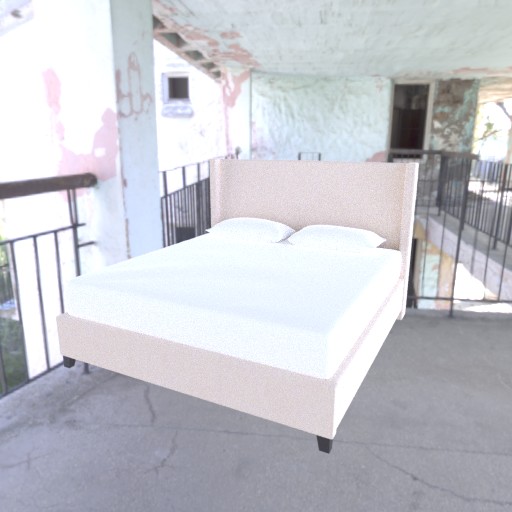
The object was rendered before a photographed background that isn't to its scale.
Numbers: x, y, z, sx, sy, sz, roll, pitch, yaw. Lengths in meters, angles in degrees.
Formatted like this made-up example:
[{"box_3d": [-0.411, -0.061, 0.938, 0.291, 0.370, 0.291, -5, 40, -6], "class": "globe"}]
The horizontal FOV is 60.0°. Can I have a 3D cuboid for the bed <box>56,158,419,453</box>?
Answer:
[{"box_3d": [0.000, 0.000, 3.688, 2.145, 1.471, 2.293, 8, 17, 26], "class": "bed"}]
